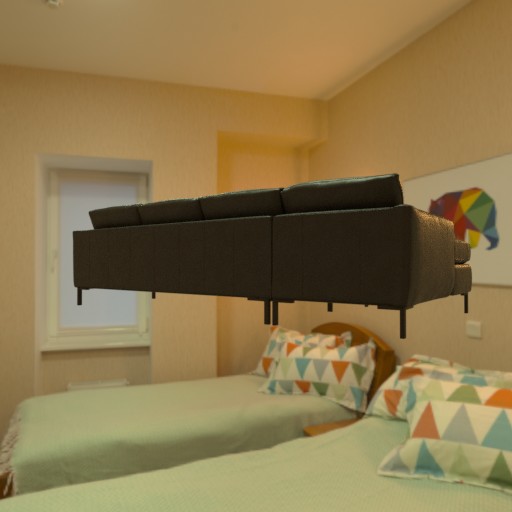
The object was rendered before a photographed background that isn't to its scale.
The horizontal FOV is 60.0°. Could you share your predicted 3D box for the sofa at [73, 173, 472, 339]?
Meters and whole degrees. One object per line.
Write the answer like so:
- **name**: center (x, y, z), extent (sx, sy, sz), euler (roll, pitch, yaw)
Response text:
- **sofa**: center (0.000, 0.000, 3.621), extent (2.993, 0.859, 1.471), euler (-1, -1, 37)
